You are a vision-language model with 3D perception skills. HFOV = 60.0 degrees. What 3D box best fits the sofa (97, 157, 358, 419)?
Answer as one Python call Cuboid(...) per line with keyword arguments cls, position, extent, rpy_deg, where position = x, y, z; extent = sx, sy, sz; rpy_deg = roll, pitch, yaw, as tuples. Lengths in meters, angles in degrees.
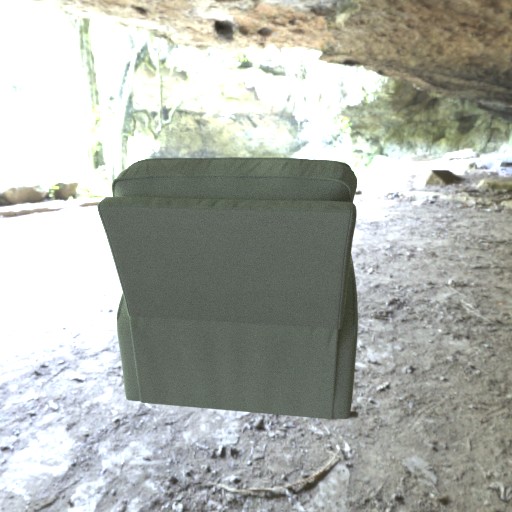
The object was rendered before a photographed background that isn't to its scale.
Cuboid(cls="sofa", position=(0.000, 0.000, 2.040), extent=(0.861, 0.959, 1.472), rpy_deg=(2, 17, 8))
